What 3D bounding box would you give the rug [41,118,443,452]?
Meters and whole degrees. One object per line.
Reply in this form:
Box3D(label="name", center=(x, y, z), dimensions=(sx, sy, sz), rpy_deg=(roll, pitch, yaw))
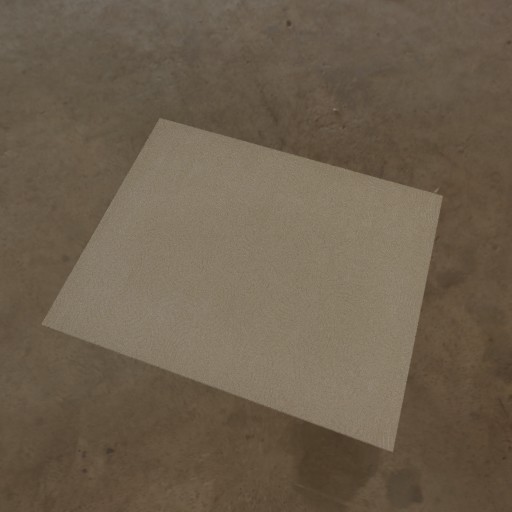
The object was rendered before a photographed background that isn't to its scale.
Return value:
Box3D(label="rug", center=(0.000, 0.000, 3.457), dimensions=(2.584, 0.011, 2.073), rpy_deg=(17, 66, 8))
